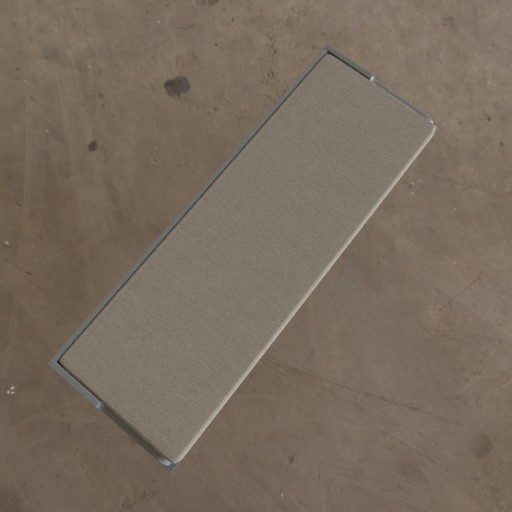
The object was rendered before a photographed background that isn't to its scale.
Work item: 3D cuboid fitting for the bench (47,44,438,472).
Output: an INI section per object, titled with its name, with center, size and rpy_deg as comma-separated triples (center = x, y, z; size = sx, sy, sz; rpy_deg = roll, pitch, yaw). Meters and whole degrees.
[bench]
center = 0.000, 0.000, 1.367
size = 0.398, 0.501, 1.140
rpy_deg = 38, 80, 8
